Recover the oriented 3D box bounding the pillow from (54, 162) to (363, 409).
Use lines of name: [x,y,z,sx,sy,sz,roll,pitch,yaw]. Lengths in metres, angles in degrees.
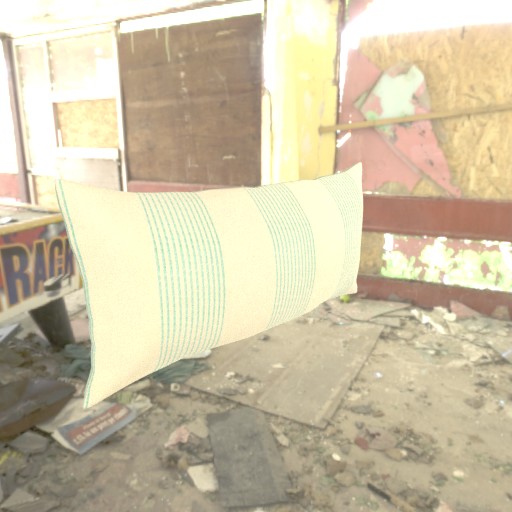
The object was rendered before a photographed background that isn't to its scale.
pillow: [0.000,0.000,0.727,0.610,0.287,0.151,-14,20,-42]
